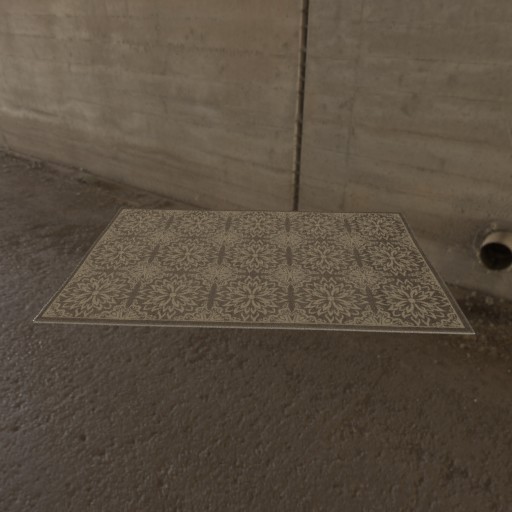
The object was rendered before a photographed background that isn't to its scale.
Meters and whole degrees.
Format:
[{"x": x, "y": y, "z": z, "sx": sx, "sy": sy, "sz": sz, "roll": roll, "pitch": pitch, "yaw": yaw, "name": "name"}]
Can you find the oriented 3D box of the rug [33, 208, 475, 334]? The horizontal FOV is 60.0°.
[{"x": 0.000, "y": 0.000, "z": 3.534, "sx": 2.746, "sy": 0.018, "sz": 1.819, "roll": 1, "pitch": 29, "yaw": 2, "name": "rug"}]
